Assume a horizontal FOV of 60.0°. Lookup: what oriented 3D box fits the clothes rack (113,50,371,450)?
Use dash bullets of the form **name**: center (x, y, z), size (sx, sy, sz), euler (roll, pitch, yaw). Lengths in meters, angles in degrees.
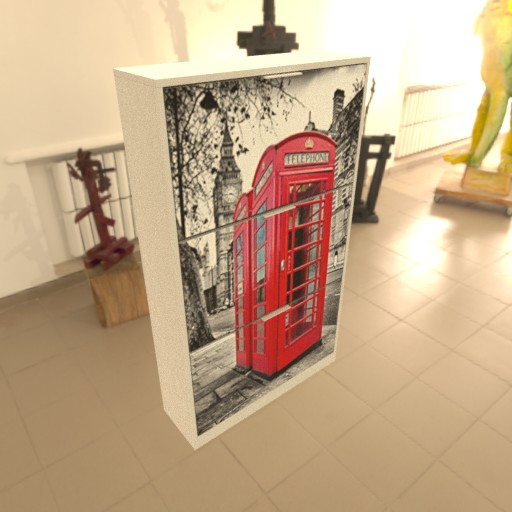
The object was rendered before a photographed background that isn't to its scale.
- **clothes rack**: center (0.000, 0.000, 1.586), size (0.750, 1.280, 0.250), euler (-22, 37, -33)
